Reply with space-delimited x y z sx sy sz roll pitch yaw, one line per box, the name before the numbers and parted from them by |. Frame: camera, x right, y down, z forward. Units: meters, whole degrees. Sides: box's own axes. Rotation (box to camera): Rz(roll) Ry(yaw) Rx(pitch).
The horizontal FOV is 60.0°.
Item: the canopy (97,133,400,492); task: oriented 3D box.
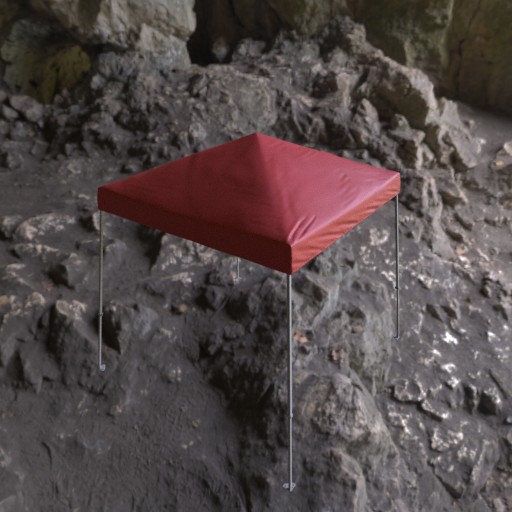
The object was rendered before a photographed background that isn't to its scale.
canopy | 0.000 0.000 5.204 2.848 2.849 2.849 18 32 31
